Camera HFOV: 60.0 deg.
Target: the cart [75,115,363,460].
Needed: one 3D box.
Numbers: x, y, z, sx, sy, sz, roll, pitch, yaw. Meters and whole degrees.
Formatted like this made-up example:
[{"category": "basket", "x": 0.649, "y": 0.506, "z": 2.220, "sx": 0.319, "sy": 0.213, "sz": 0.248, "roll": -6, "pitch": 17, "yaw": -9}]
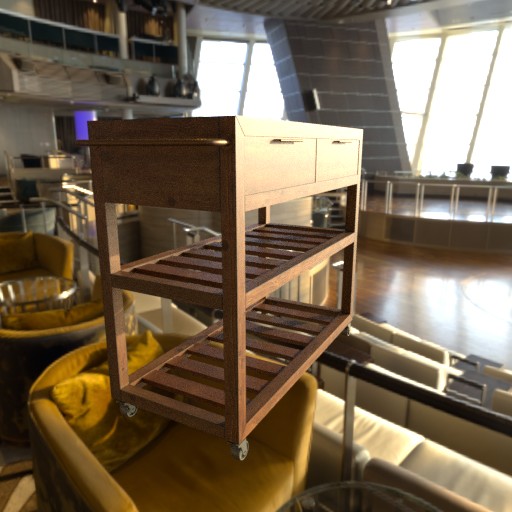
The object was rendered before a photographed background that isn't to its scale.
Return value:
[{"category": "cart", "x": 0.000, "y": 0.000, "z": 1.473, "sx": 0.445, "sy": 0.830, "sz": 1.065, "roll": 8, "pitch": 16, "yaw": 28}]
